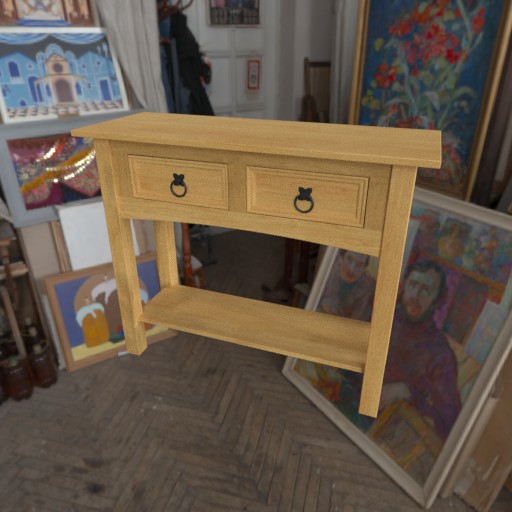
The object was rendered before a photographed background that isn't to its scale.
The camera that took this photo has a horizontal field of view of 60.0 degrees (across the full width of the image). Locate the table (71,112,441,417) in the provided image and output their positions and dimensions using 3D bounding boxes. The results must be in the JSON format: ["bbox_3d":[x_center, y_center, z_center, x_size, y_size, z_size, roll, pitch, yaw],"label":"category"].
[{"bbox_3d":[0.000,0.000,1.310,0.900,0.728,0.340,9,28,18],"label":"table"}]
